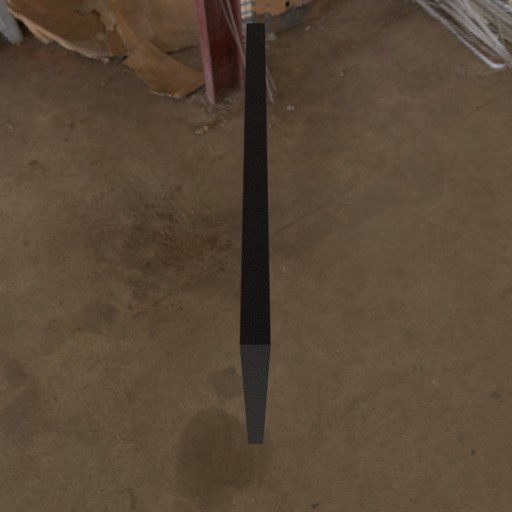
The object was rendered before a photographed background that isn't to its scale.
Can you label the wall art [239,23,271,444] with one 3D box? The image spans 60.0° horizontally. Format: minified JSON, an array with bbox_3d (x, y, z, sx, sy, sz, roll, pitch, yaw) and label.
[{"bbox_3d":[0.000,0.000,1.113,0.044,0.758,0.758,0,58,0],"label":"wall art"}]
